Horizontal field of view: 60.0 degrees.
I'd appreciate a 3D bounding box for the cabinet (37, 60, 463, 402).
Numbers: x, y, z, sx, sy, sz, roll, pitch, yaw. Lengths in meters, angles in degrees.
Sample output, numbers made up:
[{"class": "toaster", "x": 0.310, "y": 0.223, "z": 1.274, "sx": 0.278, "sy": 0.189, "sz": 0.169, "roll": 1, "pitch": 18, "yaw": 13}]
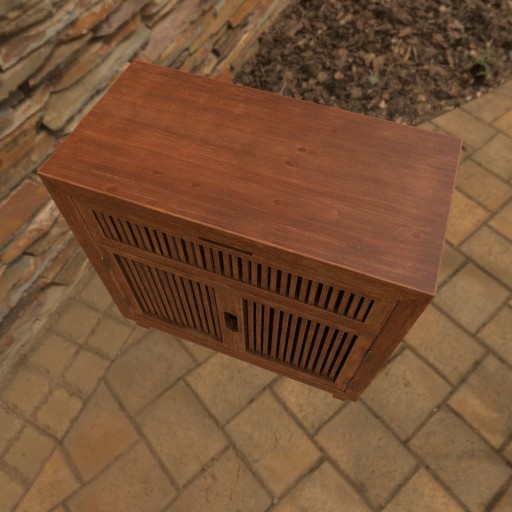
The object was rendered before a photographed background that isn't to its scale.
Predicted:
[{"class": "cabinet", "x": 0.000, "y": 0.000, "z": 1.251, "sx": 0.796, "sy": 0.785, "sz": 0.412, "roll": 18, "pitch": 59, "yaw": 11}]
